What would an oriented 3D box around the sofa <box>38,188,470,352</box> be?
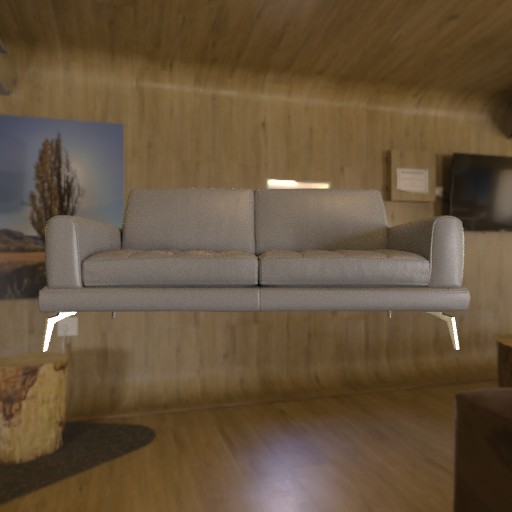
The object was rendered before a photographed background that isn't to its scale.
[{"bbox_3d":[0.000,0.000,2.713,2.177,0.930,1.121,0,0,-1],"label":"sofa"}]
